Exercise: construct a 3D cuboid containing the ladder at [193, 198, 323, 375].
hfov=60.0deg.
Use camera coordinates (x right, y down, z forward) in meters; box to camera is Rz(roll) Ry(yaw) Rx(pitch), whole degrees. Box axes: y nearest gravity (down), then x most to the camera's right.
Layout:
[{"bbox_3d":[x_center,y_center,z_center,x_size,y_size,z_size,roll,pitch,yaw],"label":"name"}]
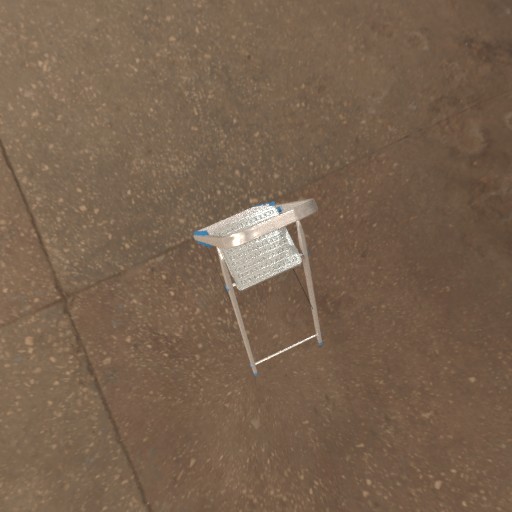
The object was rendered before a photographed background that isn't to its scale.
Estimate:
[{"bbox_3d":[0.000,0.000,2.056,0.468,1.648,0.990,-24,77,-6],"label":"ladder"}]
